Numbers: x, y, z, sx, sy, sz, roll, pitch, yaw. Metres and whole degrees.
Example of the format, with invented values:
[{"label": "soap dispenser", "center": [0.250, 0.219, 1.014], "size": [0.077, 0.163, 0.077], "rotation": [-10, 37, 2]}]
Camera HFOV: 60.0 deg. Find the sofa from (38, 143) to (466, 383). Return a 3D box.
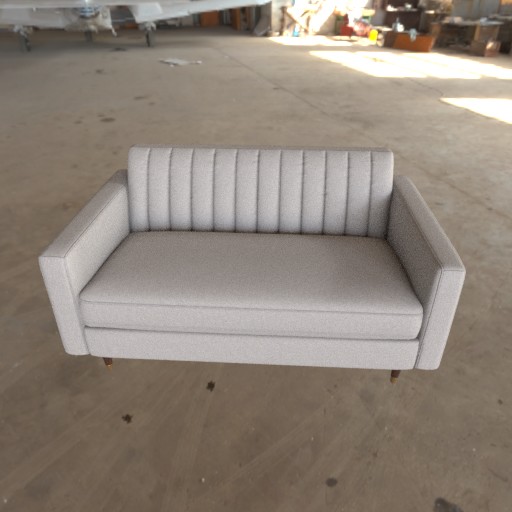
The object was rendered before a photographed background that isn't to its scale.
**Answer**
[{"label": "sofa", "center": [0.000, 0.000, 2.118], "size": [1.585, 0.801, 0.950], "rotation": [2, 31, 3]}]
